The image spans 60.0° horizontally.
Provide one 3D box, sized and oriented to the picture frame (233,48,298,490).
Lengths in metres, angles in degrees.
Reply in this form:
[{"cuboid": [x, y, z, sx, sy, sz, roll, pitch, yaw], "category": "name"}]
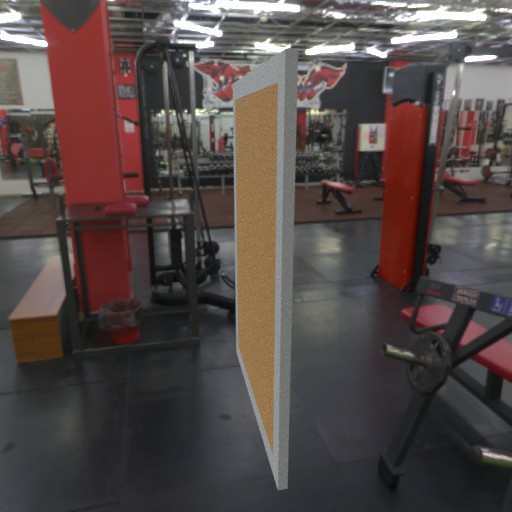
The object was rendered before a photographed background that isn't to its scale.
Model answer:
[{"cuboid": [0.000, 0.000, 0.592, 0.011, 0.459, 0.326, -3, 16, -10], "category": "picture frame"}]
